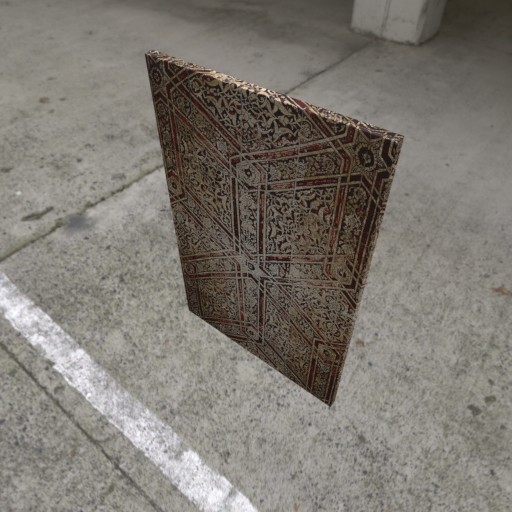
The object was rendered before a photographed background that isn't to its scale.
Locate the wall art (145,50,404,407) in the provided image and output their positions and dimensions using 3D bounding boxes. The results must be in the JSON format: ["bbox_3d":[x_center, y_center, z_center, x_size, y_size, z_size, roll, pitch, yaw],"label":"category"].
[{"bbox_3d":[0.000,0.000,1.166,0.599,0.904,0.030,29,52,26],"label":"wall art"}]
